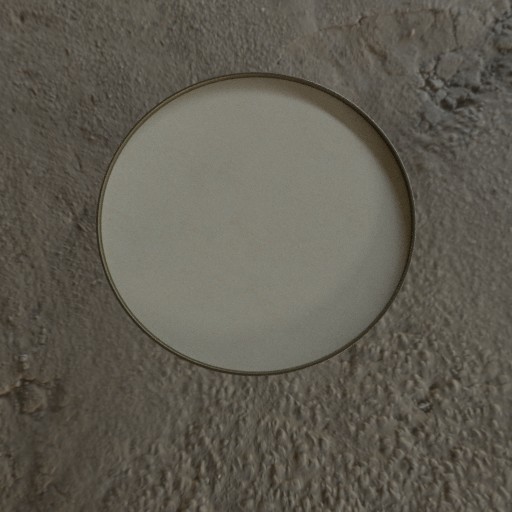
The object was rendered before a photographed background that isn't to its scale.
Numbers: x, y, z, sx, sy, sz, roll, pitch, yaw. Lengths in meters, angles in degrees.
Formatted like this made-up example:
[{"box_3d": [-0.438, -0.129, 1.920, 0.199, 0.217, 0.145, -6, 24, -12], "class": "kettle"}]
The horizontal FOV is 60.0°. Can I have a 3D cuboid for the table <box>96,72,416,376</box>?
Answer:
[{"box_3d": [0.000, 0.000, 0.940, 0.480, 0.565, 0.480, 0, 76, 0], "class": "table"}]
